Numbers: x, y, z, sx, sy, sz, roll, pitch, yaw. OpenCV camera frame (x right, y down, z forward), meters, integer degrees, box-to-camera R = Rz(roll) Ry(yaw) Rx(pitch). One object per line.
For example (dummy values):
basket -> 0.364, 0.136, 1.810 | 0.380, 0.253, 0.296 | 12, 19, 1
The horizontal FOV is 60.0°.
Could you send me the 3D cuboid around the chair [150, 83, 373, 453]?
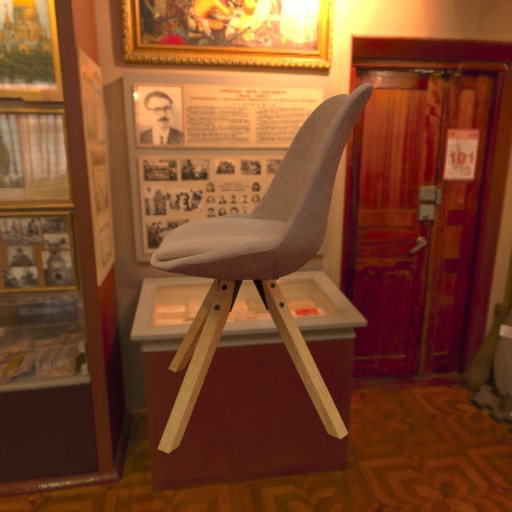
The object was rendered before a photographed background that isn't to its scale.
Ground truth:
chair -> 0.000, 0.000, 1.187 | 0.550, 0.850, 0.485 | -2, 14, -7
